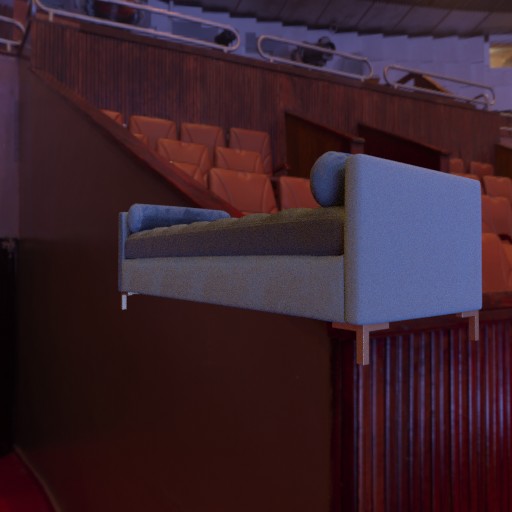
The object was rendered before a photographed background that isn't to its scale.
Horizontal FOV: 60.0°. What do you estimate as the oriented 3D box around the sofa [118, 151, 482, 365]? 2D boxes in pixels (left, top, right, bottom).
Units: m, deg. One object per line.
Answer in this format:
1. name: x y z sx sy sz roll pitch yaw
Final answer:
1. sofa: 0.000 0.000 2.413 0.796 0.705 2.102 1 -1 -37
